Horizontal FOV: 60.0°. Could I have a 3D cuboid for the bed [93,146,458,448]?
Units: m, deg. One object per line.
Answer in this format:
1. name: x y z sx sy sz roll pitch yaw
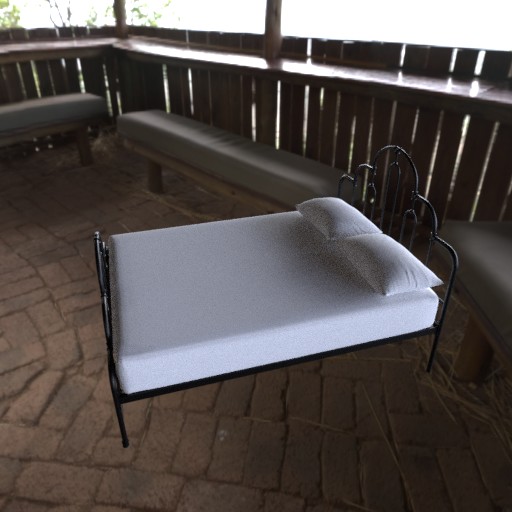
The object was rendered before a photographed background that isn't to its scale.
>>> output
1. bed: 0.000 0.000 3.266 2.181 1.444 1.626 -9 31 -15
